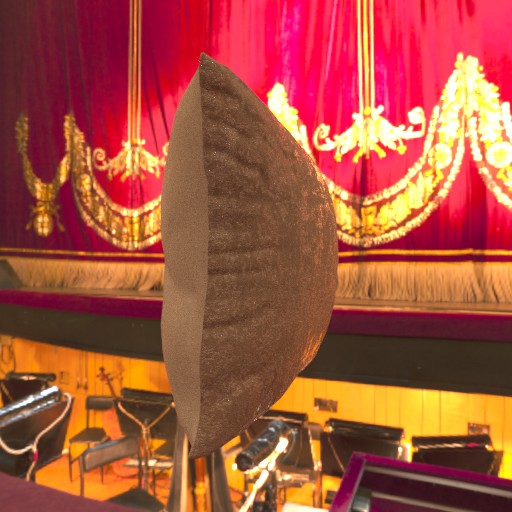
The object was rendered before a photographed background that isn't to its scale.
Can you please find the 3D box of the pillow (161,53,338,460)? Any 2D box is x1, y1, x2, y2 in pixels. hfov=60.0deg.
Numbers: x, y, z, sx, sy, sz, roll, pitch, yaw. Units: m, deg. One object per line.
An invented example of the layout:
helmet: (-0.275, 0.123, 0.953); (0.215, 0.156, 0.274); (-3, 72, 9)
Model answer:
pillow: (0.000, 0.000, 0.695); (0.245, 0.448, 0.450); (0, -1, 20)
